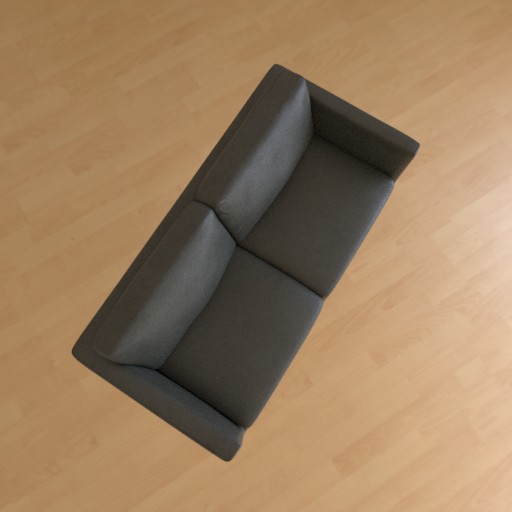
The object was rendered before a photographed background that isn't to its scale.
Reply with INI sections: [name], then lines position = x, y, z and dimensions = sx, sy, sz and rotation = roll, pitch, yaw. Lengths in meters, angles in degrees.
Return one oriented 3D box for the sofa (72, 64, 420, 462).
[sofa]
position = 0.000, 0.000, 2.499
dimensions = 0.951, 0.933, 1.883
rotation = 32, 79, 7
